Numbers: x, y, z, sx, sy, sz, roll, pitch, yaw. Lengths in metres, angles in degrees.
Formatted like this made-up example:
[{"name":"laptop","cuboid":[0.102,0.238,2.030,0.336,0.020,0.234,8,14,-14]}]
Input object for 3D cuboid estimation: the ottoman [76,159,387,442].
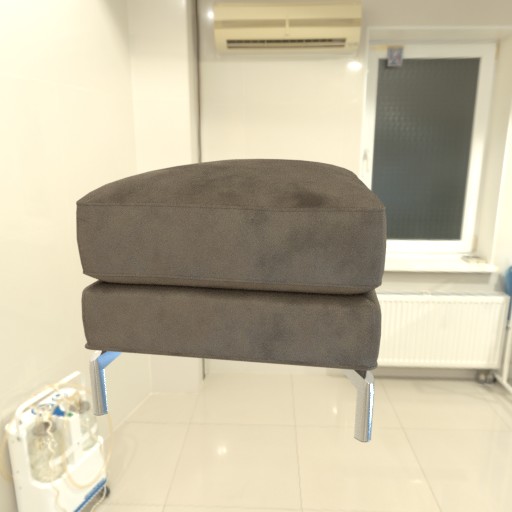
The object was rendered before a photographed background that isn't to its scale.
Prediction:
[{"name":"ottoman","cuboid":[0.000,0.000,1.067,0.520,0.456,0.719,2,14,9]}]
